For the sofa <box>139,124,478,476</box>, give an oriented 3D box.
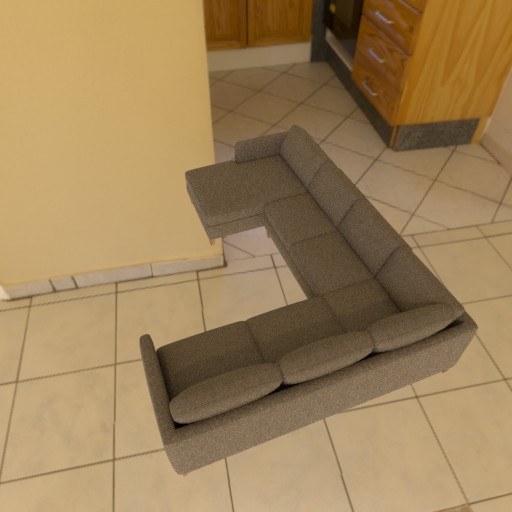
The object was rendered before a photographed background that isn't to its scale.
[{"bbox_3d":[0.000,0.000,4.365,2.551,0.853,3.238,-16,48,-15],"label":"sofa"}]
